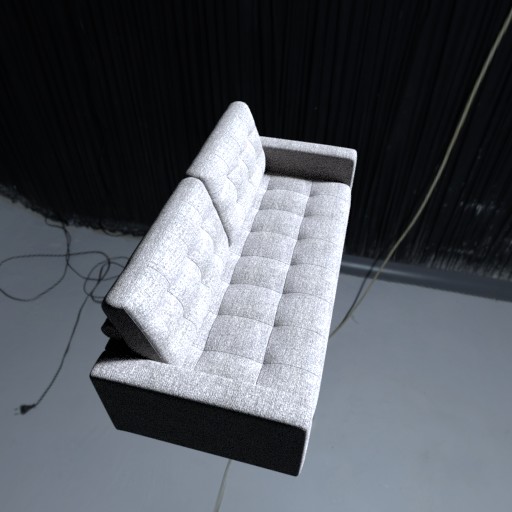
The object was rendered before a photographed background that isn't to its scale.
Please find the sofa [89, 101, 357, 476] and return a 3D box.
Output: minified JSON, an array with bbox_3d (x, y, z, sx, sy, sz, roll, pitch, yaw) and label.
[{"bbox_3d":[0.000,0.000,2.293,0.863,0.902,1.821,10,46,10],"label":"sofa"}]
